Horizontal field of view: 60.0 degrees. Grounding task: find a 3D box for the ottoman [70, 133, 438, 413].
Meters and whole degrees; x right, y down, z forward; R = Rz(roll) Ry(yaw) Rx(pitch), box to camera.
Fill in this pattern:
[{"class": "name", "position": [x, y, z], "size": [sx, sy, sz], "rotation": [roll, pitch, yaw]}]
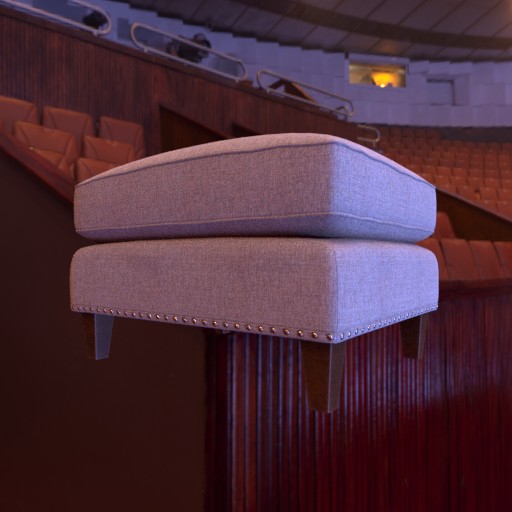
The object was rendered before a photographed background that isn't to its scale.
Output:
[{"class": "ottoman", "position": [0.000, 0.000, 1.119], "size": [0.741, 0.513, 0.584], "rotation": [0, 0, 37]}]
